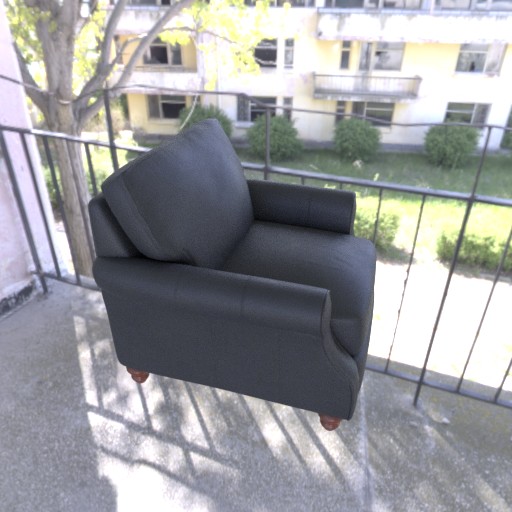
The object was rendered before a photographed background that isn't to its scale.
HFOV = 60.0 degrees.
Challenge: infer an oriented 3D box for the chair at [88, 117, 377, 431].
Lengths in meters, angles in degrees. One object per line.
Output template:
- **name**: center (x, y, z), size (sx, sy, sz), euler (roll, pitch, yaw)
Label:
- **chair**: center (0.000, 0.000, 1.837), size (1.027, 0.960, 1.015), euler (11, 32, 19)
